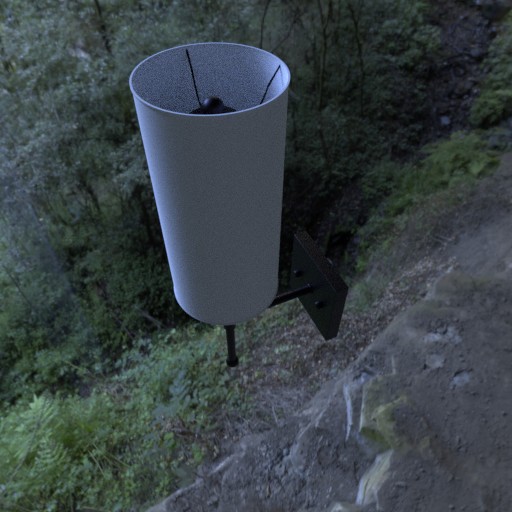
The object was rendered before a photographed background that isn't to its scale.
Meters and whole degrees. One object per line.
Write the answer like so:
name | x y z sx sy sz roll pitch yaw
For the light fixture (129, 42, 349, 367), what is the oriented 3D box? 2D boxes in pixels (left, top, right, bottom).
light fixture | 0.000 0.000 0.535 0.208 0.462 0.128 -18 50 -16
